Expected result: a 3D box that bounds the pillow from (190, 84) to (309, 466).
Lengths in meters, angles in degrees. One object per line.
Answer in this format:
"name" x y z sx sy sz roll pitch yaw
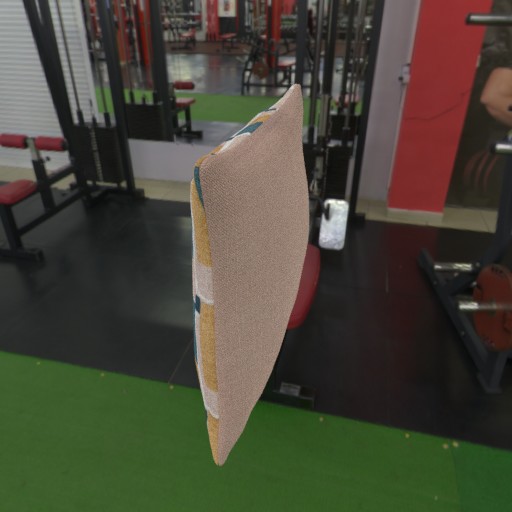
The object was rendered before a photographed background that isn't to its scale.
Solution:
"pillow" 0.000 0.000 0.747 0.158 0.479 0.478 8 31 14
